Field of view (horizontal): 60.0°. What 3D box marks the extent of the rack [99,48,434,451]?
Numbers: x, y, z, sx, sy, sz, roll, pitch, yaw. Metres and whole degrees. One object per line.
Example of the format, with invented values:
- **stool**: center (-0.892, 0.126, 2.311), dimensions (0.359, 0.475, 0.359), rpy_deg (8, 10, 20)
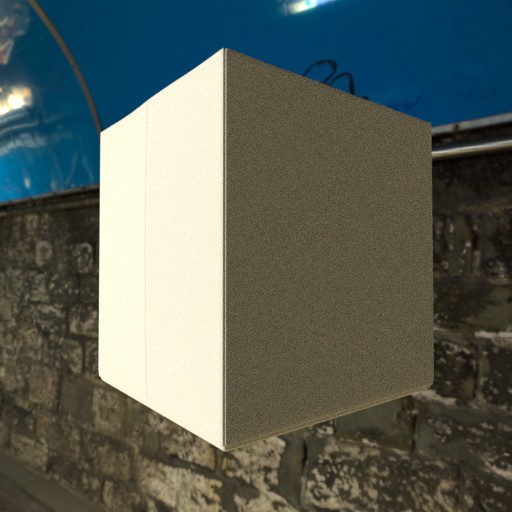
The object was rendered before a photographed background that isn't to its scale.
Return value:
- **rack**: center (0.000, 0.000, 0.488), dimensions (0.270, 0.280, 0.270), rpy_deg (1, -2, -38)
